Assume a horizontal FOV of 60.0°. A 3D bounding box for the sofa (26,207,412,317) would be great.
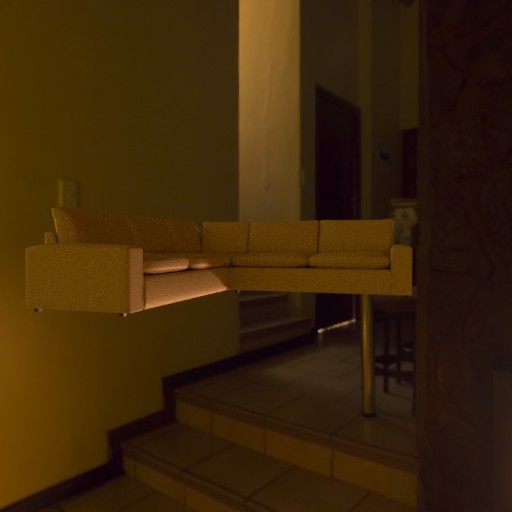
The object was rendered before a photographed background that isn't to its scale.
[{"bbox_3d":[0.000,0.000,4.100,2.742,0.800,2.622,0,1,18],"label":"sofa"}]
